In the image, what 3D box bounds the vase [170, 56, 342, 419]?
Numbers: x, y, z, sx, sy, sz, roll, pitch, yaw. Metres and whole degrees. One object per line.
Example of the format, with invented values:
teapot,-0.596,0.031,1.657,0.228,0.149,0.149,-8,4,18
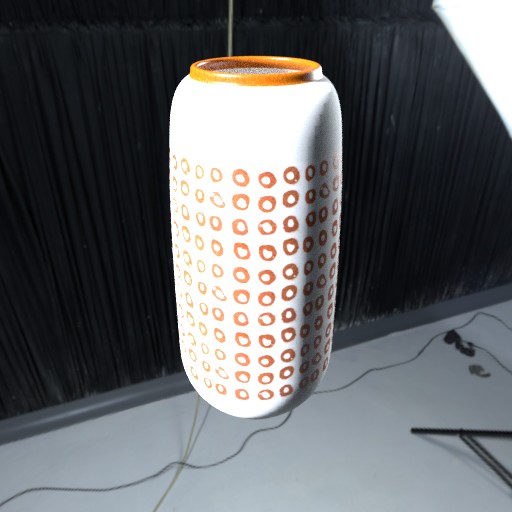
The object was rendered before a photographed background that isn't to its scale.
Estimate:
vase,0.000,0.000,0.352,0.133,0.282,0.133,0,31,0
